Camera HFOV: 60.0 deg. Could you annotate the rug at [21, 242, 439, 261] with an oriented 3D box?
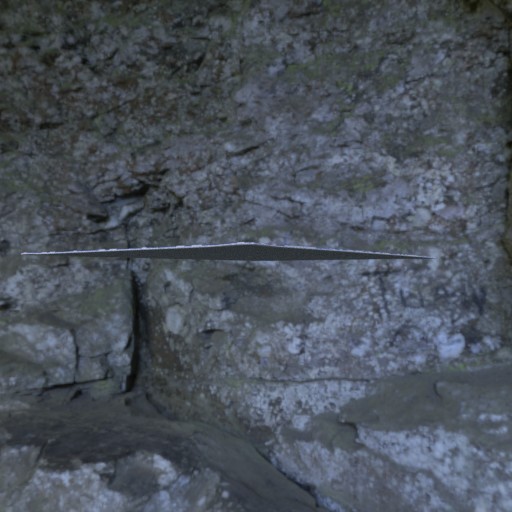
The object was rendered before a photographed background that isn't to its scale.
[{"bbox_3d":[0.000,0.000,4.190,2.443,0.024,3.228,-1,-2,38],"label":"rug"}]
